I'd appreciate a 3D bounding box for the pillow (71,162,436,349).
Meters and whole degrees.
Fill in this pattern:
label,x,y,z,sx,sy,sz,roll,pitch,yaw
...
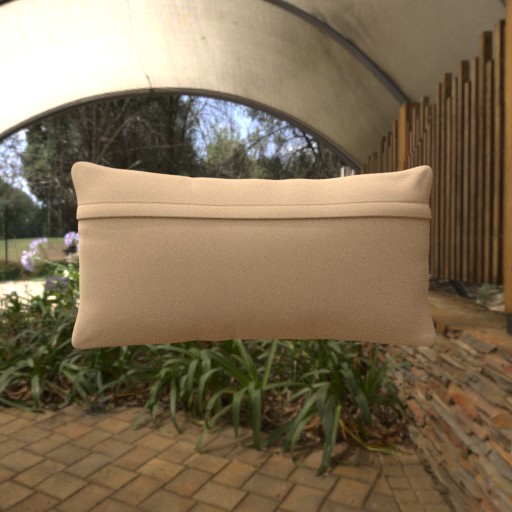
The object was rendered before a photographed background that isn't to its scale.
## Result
label,x,y,z,sx,sy,sz,roll,pitch,yaw
pillow,0.000,0.000,0.734,0.604,0.307,0.148,0,1,-2
